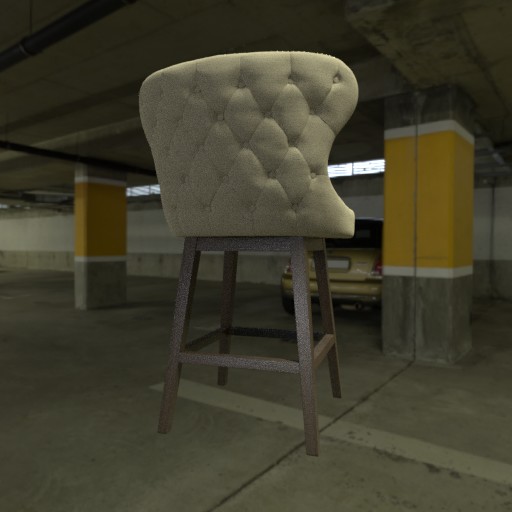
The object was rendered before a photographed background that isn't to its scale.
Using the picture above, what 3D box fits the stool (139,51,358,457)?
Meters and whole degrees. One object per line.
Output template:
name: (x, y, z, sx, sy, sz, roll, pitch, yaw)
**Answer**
stool: (0.000, 0.000, 1.327, 0.615, 0.972, 0.597, 1, 2, 18)
